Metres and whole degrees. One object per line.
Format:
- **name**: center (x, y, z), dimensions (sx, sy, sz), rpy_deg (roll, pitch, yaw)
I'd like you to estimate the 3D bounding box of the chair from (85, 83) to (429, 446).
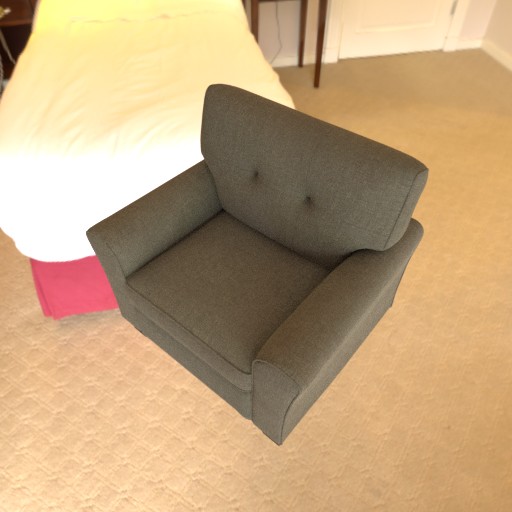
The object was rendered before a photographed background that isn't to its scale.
- **chair**: center (0.000, 0.000, 1.645), dimensions (0.941, 0.890, 0.816), rpy_deg (31, 54, 26)
